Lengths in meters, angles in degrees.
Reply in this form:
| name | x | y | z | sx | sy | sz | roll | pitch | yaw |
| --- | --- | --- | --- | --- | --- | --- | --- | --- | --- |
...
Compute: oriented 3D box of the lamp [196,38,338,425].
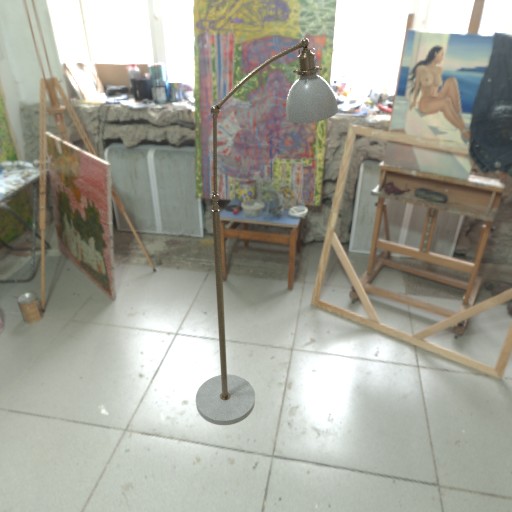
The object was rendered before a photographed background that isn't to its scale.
| name | x | y | z | sx | sy | sz | roll | pitch | yaw |
| --- | --- | --- | --- | --- | --- | --- | --- | --- | --- |
| lamp | 0.000 | 0.000 | 1.802 | 0.599 | 1.586 | 0.288 | -10 | 32 | -16 |
